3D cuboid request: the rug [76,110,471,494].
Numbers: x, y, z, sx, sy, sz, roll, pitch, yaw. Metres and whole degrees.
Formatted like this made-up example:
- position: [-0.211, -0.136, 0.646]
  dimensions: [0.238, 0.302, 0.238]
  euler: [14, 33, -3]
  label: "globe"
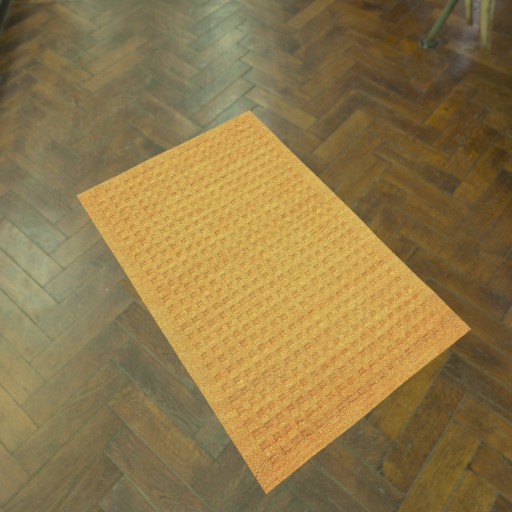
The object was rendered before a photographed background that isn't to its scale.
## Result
- position: [0.000, 0.000, 2.194]
  dimensions: [1.143, 0.006, 1.747]
  euler: [-31, 64, -17]
  label: "rug"
